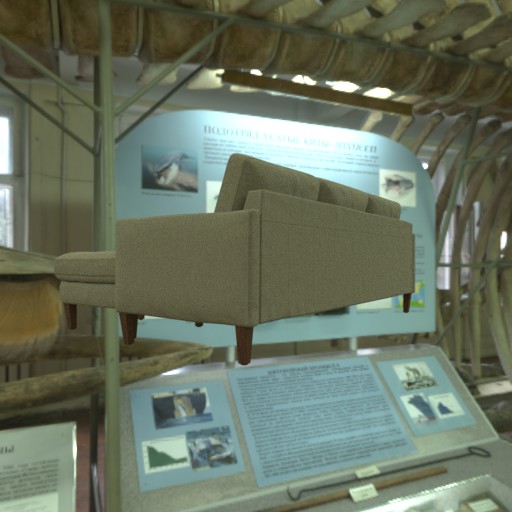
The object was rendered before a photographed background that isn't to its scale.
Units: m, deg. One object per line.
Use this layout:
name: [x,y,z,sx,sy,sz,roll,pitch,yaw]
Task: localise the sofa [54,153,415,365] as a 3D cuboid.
sofa: [0.000,0.000,2.999,1.506,0.875,2.178,0,0,36]
